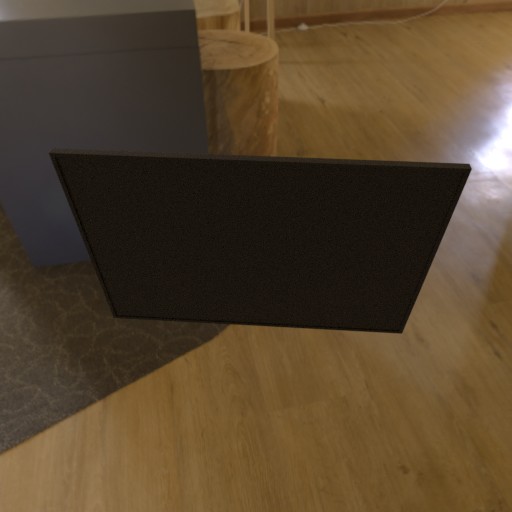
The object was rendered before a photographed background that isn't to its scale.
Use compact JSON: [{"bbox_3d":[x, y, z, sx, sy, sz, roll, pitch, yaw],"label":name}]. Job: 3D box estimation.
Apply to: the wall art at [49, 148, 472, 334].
[{"bbox_3d":[0.000,0.000,1.544,1.190,0.805,0.028,3,46,3],"label":"wall art"}]
